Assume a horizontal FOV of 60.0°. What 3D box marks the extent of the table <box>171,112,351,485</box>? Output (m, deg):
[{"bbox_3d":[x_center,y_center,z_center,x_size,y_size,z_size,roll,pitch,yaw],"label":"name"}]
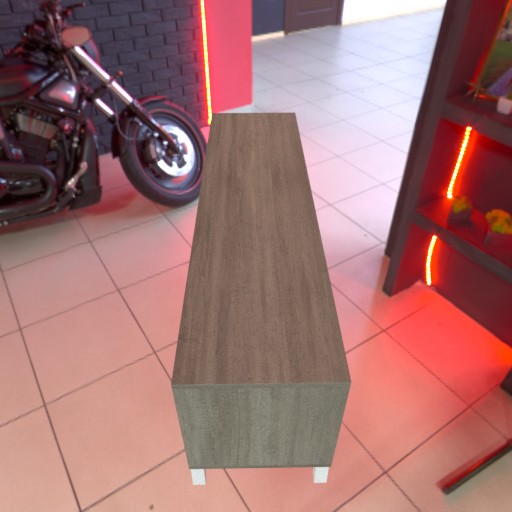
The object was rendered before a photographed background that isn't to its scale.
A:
[{"bbox_3d":[0.000,0.000,1.724,0.400,0.530,1.500,-1,40,-1],"label":"table"}]
